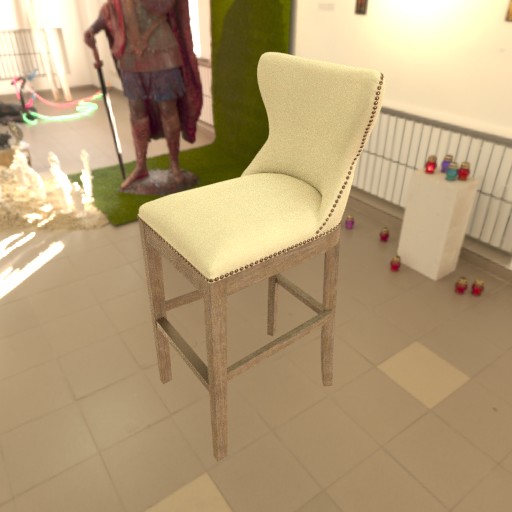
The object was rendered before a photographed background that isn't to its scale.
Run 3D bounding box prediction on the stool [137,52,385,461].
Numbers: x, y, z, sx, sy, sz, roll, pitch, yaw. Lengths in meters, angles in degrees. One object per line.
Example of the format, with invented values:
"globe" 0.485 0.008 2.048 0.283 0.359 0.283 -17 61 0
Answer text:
"stool" 0.000 0.000 1.417 0.606 1.123 0.494 -21 37 -30
